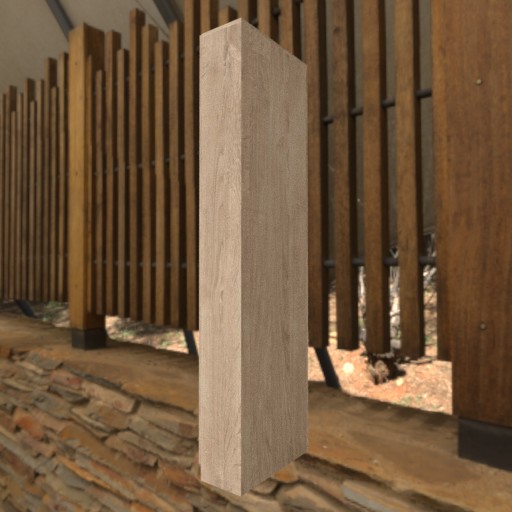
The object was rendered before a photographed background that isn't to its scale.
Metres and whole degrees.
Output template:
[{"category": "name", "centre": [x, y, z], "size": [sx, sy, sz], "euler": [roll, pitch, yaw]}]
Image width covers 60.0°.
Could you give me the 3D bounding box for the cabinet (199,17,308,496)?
[{"category": "cabinet", "centre": [0.000, 0.000, 1.926], "size": [0.230, 1.790, 0.500], "euler": [-1, -1, 36]}]
